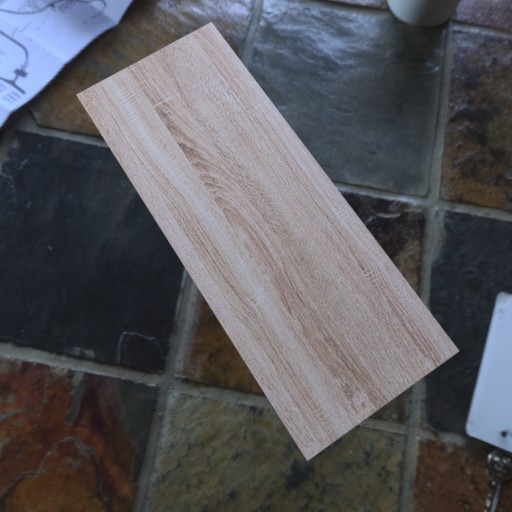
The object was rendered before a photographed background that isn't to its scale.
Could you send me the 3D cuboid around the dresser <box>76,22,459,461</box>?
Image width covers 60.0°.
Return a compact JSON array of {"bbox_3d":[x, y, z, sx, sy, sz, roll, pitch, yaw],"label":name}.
[{"bbox_3d":[0.000,0.000,1.556,0.450,0.900,1.100,-32,78,-8],"label":"dresser"}]
